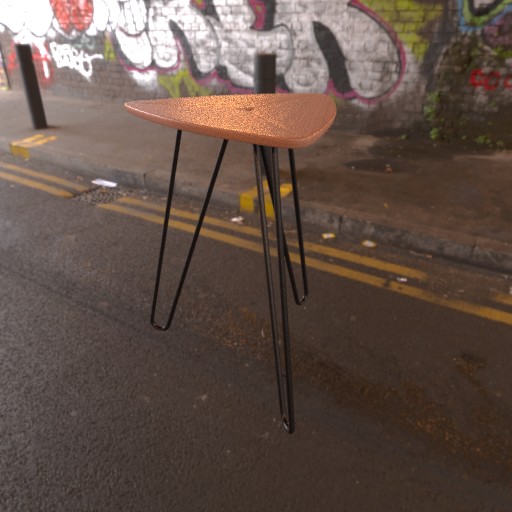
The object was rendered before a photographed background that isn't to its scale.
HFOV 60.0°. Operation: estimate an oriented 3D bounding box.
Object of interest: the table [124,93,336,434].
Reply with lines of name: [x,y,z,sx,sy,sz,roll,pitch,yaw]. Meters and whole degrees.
table: [0.000,0.000,0.905,0.442,0.564,0.455,-8,29,-15]
